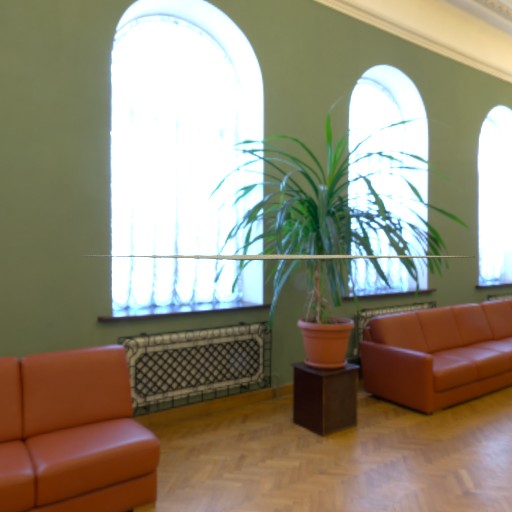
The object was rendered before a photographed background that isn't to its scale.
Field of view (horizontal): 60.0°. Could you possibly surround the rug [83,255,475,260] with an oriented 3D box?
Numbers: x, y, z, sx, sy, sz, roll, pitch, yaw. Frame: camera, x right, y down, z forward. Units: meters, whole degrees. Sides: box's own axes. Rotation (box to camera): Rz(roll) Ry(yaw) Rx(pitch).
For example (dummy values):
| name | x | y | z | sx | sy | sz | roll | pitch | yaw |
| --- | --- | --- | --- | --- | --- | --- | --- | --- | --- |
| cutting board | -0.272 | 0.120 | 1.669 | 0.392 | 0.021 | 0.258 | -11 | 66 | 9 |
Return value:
| name | x | y | z | sx | sy | sz | roll | pitch | yaw |
| --- | --- | --- | --- | --- | --- | --- | --- | --- | --- |
| rug | 0.000 | 0.000 | 4.266 | 2.438 | 0.013 | 3.048 | 0 | 1 | -36 |
